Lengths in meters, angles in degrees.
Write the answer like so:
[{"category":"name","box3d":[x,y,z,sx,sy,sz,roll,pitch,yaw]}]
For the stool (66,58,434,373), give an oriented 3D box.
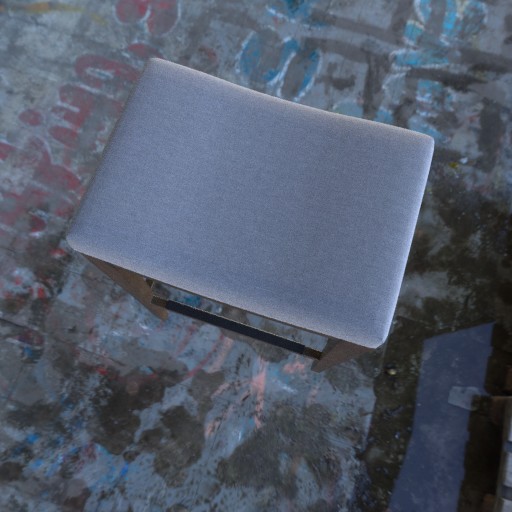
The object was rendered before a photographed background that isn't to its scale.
[{"category":"stool","box3d":[0.000,0.000,1.001,0.508,0.762,0.356,18,75,5]}]
